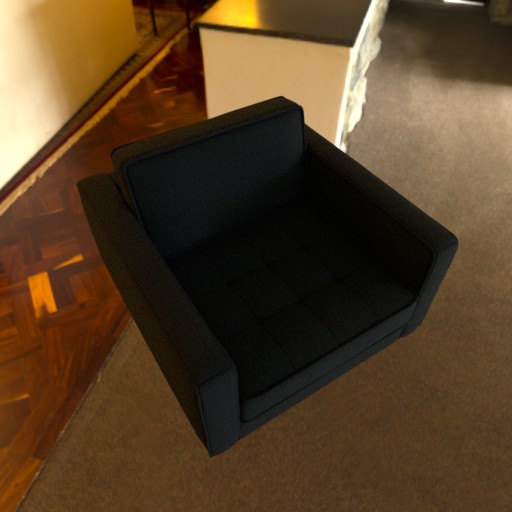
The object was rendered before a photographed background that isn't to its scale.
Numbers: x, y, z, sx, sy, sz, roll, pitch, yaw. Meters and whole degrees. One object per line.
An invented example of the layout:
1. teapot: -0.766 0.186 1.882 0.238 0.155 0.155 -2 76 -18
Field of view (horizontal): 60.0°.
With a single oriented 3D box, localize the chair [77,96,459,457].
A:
1. chair: 0.000 0.000 1.544 0.899 0.770 0.920 -25 52 -21
